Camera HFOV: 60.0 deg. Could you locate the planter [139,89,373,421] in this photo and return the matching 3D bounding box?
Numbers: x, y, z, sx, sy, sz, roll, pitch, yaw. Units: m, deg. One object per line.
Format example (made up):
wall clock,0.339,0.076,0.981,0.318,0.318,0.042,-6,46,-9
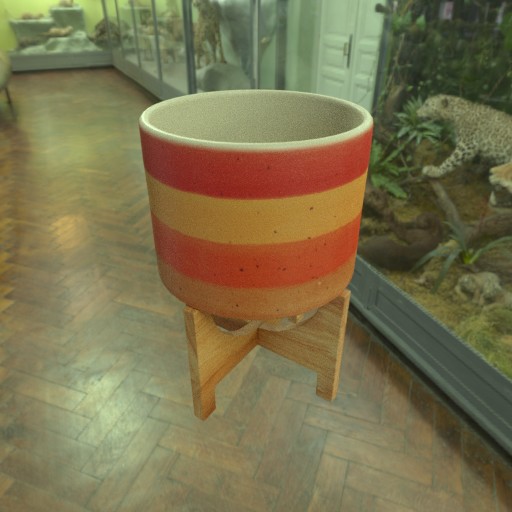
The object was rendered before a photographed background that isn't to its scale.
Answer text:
planter,0.000,0.000,0.593,0.269,0.379,0.269,0,31,0
